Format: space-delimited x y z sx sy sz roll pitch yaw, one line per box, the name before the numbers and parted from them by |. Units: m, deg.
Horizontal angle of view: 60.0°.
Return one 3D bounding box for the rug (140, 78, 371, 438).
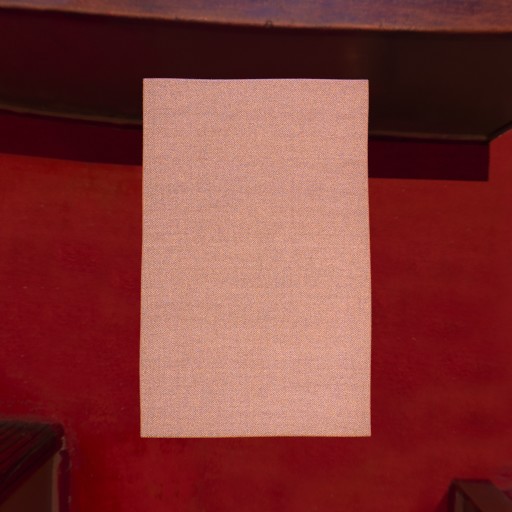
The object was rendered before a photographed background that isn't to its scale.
rug | 0.000 0.000 2.075 1.078 0.013 1.678 0 88 -1
